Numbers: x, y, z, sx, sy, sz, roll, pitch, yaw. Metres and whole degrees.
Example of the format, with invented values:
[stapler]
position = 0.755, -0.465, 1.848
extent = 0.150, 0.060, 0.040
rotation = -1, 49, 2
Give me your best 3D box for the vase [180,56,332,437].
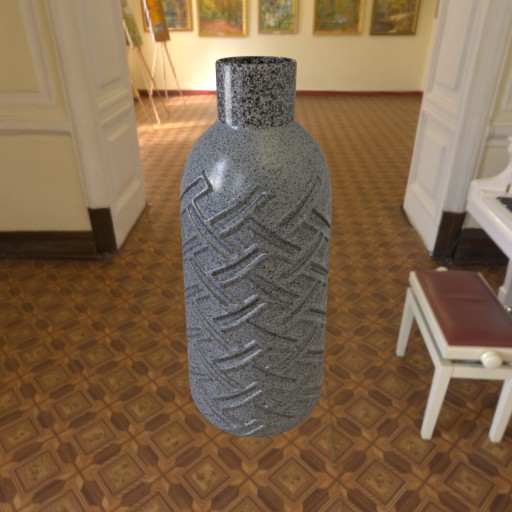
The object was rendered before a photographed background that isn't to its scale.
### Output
[vase]
position = 0.000, 0.000, 0.347
extent = 0.122, 0.282, 0.122
rotation = 0, 30, 0
